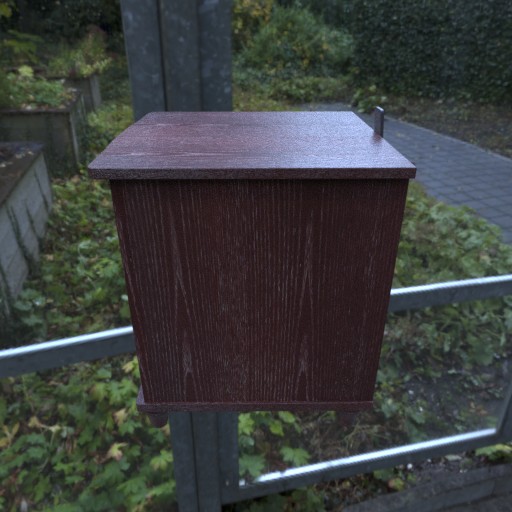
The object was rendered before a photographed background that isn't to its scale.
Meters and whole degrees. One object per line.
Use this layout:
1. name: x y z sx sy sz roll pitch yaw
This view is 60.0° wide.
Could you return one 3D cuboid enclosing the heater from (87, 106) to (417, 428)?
1. heater: 0.000 0.000 0.751 0.400 0.481 0.362 0 28 0
